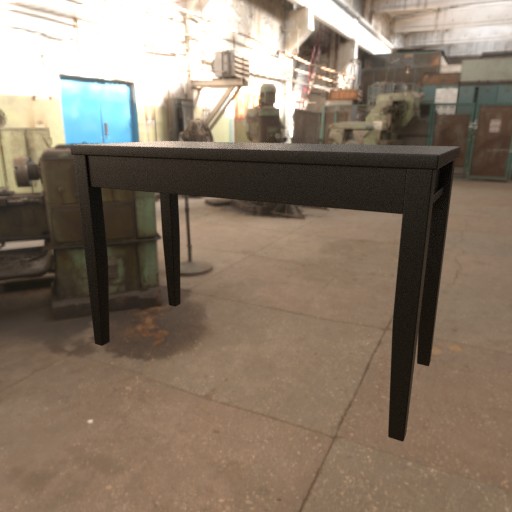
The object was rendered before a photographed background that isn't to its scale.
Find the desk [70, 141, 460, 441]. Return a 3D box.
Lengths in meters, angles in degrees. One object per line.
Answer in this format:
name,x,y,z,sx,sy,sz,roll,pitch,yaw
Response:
desk,0.000,0.000,1.601,1.220,0.775,0.508,9,18,28
